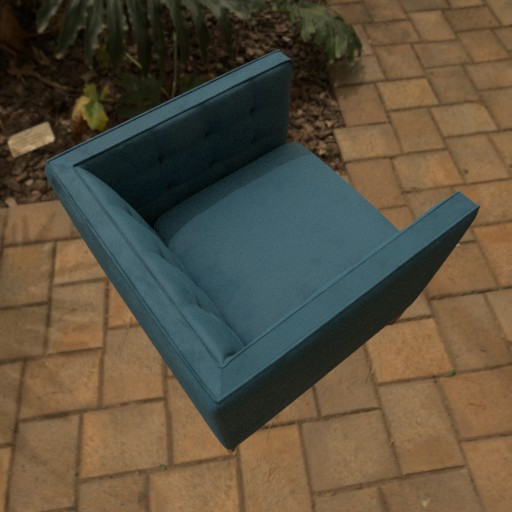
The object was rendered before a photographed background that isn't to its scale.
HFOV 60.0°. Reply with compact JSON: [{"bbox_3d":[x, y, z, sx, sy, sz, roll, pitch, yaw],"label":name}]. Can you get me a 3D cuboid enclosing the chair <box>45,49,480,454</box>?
[{"bbox_3d":[0.000,0.000,1.534,0.894,0.790,0.880,-33,65,-18],"label":"chair"}]
